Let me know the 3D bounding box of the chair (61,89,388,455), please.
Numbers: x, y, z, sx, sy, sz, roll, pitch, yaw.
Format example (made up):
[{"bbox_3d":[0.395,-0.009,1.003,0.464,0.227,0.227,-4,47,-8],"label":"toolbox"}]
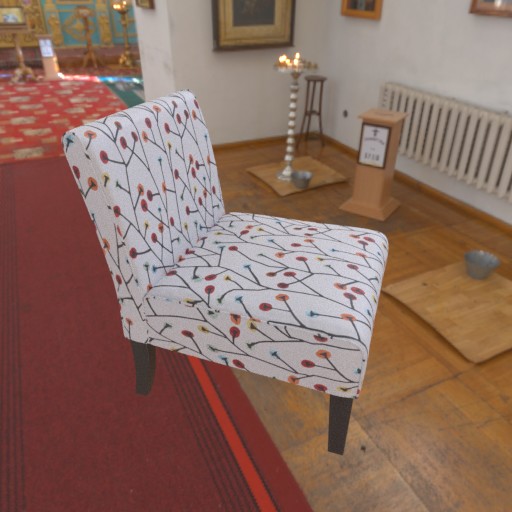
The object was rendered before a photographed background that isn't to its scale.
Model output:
[{"bbox_3d":[0.000,0.000,1.310,0.732,0.813,0.597,10,32,17],"label":"chair"}]
